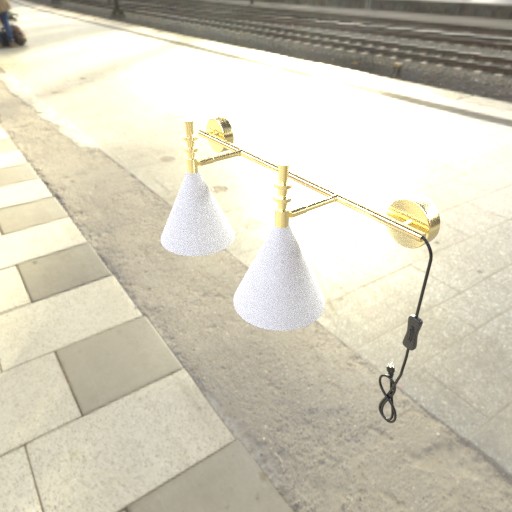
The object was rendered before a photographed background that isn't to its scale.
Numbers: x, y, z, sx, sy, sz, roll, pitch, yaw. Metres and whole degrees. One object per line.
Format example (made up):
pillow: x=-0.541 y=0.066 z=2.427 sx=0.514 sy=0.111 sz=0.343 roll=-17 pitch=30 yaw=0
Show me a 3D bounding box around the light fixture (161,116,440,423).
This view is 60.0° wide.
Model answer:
light fixture: x=0.000 y=0.000 z=0.860 sx=0.239 sy=0.468 sz=0.642 roll=-22 pitch=39 yaw=-30
